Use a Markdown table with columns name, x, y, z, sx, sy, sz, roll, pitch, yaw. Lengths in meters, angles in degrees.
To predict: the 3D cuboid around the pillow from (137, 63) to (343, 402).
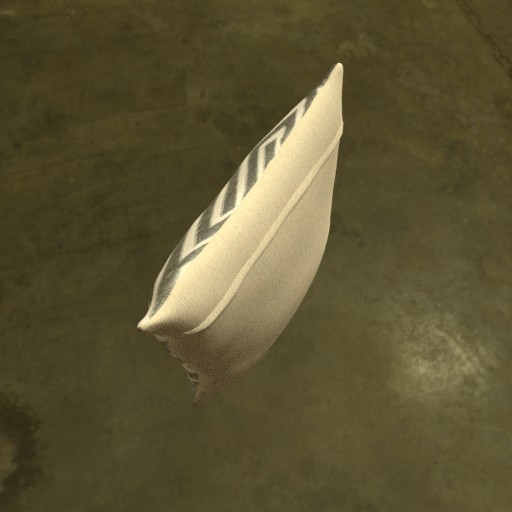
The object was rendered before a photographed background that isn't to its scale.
| name | x | y | z | sx | sy | sz | roll | pitch | yaw |
| --- | --- | --- | --- | --- | --- | --- | --- | --- | --- |
| pillow | 0.000 | 0.000 | 0.700 | 0.182 | 0.441 | 0.440 | 29 | 67 | 14 |
